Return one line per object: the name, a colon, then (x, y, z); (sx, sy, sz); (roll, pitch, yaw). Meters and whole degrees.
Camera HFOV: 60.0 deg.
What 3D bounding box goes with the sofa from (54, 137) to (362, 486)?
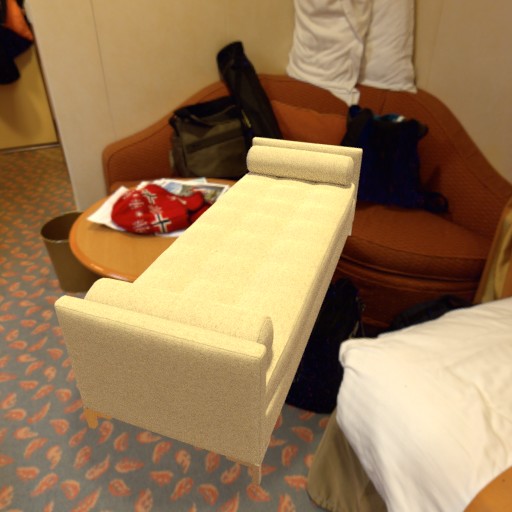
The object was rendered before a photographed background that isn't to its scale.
sofa: (0.000, 0.000, 2.426); (0.797, 0.655, 2.102); (11, 33, 17)
